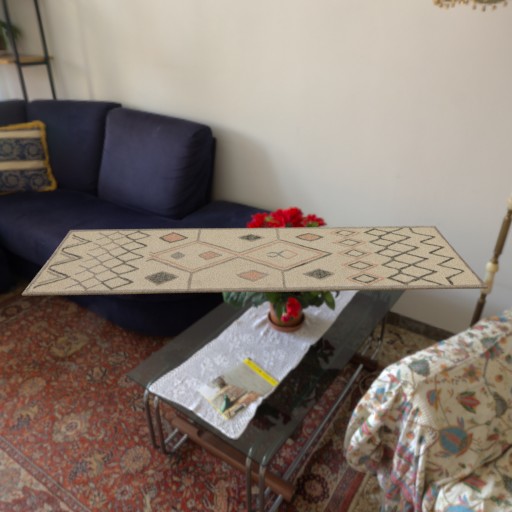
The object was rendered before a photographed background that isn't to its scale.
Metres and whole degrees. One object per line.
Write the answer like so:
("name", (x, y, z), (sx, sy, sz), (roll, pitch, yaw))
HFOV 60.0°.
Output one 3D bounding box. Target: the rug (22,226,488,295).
("rug", (0.000, 0.000, 2.635), (2.435, 0.011, 0.750), (-1, 30, -1))
